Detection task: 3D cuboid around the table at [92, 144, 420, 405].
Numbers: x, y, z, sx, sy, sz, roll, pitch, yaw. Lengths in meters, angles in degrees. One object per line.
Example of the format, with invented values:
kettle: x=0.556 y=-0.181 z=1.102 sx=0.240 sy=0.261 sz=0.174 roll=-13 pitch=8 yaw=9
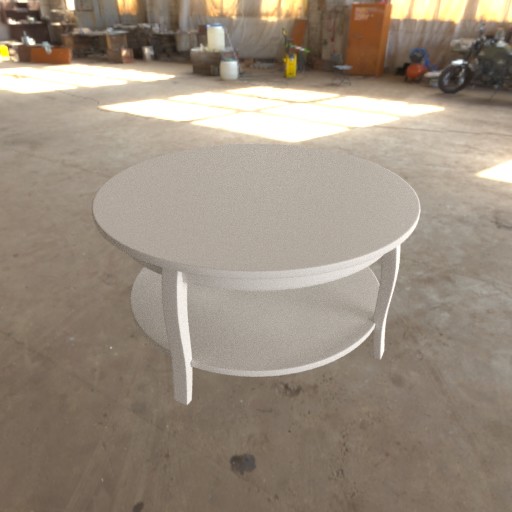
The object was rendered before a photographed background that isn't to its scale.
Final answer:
table: x=0.000 y=0.000 z=1.402 sx=0.910 sy=0.457 sz=0.910 roll=0 pitch=30 yaw=0
